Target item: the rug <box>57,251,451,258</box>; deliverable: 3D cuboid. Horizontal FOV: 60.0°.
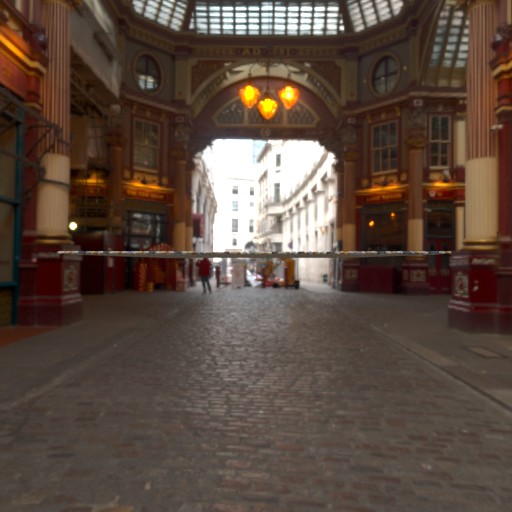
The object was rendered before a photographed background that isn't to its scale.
[{"bbox_3d":[0.000,0.000,2.284,1.230,0.008,1.827,0,-1,0],"label":"rug"}]
